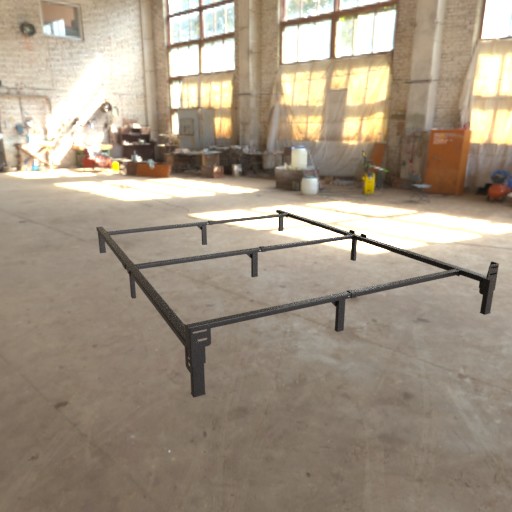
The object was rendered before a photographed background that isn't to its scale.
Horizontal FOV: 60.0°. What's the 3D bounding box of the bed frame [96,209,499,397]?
[{"bbox_3d":[0.000,0.000,2.592,1.498,0.248,1.990,-8,18,-26],"label":"bed frame"}]
